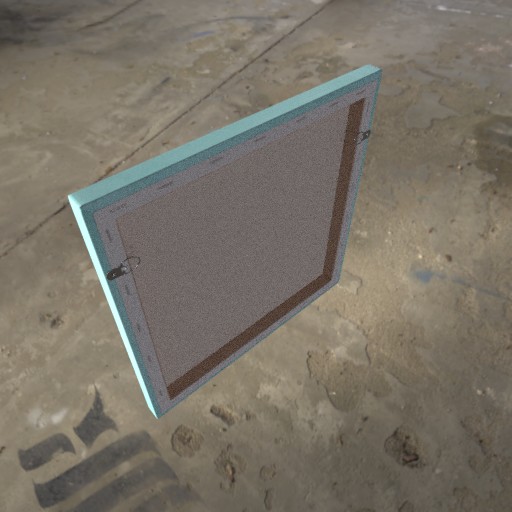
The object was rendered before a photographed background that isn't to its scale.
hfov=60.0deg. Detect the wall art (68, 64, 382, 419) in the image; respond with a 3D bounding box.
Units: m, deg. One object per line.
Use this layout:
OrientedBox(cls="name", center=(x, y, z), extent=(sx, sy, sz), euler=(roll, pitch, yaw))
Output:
OrientedBox(cls="wall art", center=(0.000, 0.000, 1.608), extent=(1.071, 1.073, 0.070), euler=(-33, 54, -28))
